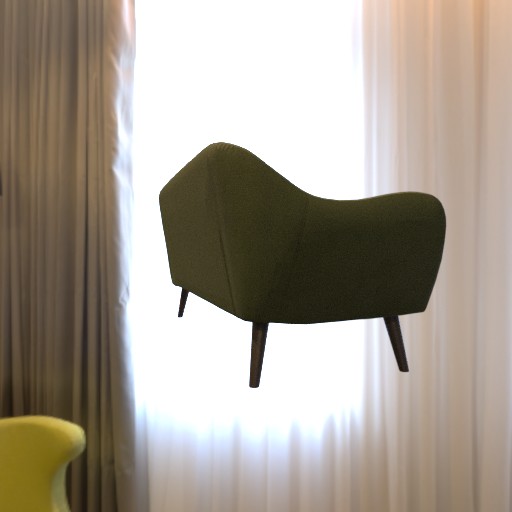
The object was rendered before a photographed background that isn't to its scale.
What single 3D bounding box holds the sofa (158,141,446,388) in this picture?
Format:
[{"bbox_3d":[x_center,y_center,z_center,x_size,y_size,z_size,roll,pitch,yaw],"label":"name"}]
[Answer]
[{"bbox_3d":[0.000,0.000,2.270,0.820,0.836,1.840,0,2,-19],"label":"sofa"}]
